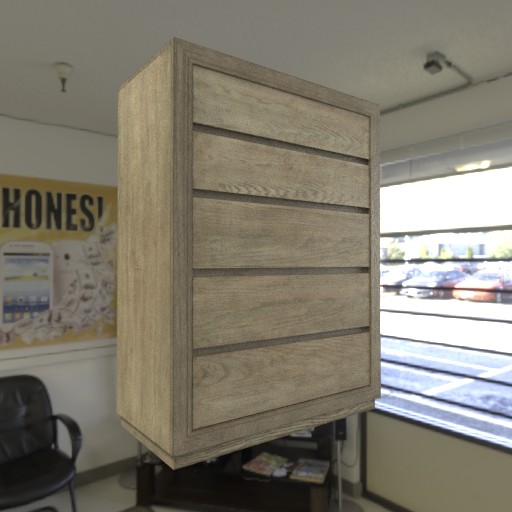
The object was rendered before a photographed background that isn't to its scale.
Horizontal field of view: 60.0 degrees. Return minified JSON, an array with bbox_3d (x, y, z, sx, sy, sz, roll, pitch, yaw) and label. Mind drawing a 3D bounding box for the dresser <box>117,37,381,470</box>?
[{"bbox_3d":[0.000,0.000,1.793,0.967,1.295,0.483,1,-1,-37],"label":"dresser"}]
